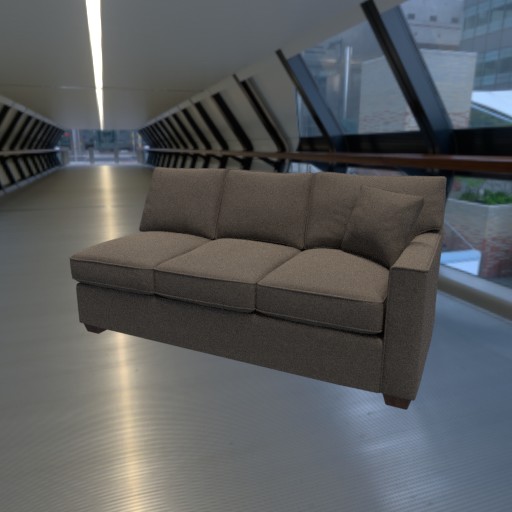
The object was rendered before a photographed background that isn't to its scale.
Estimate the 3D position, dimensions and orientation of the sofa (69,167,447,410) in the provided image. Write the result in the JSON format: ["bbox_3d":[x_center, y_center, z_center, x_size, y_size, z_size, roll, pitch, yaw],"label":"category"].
[{"bbox_3d":[0.000,0.000,2.588,1.963,0.946,1.034,7,16,25],"label":"sofa"}]
